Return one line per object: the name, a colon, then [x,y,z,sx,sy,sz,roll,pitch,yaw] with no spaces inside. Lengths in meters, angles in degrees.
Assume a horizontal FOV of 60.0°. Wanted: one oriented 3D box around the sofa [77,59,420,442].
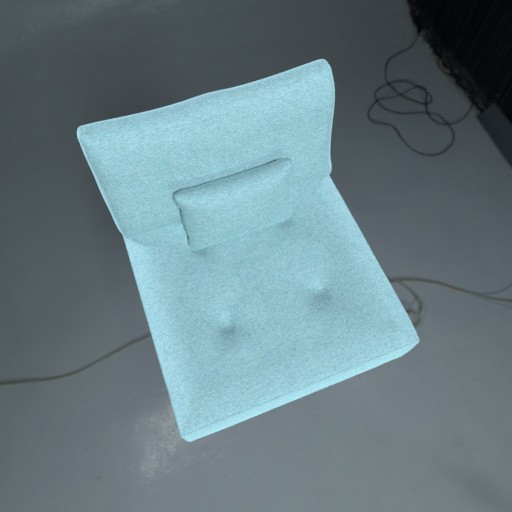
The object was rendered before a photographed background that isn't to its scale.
sofa: [0.000,0.000,1.677,0.930,0.820,1.000,-19,65,-9]
